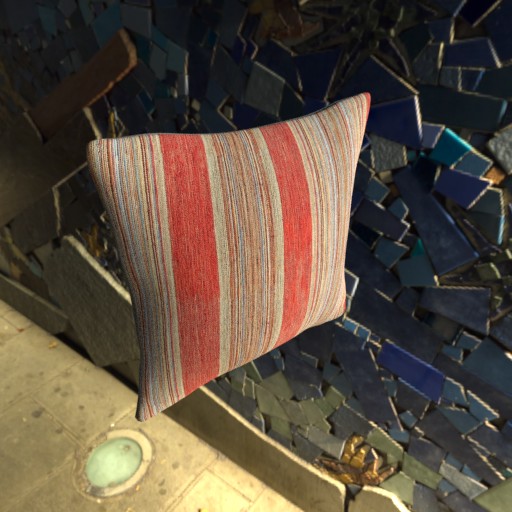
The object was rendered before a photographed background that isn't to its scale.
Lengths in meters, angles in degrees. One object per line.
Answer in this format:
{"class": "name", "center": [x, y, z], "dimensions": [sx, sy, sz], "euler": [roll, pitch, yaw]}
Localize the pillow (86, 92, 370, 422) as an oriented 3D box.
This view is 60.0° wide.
{"class": "pillow", "center": [0.000, 0.000, 0.657], "dimensions": [0.437, 0.419, 0.136], "euler": [-21, 36, -32]}
